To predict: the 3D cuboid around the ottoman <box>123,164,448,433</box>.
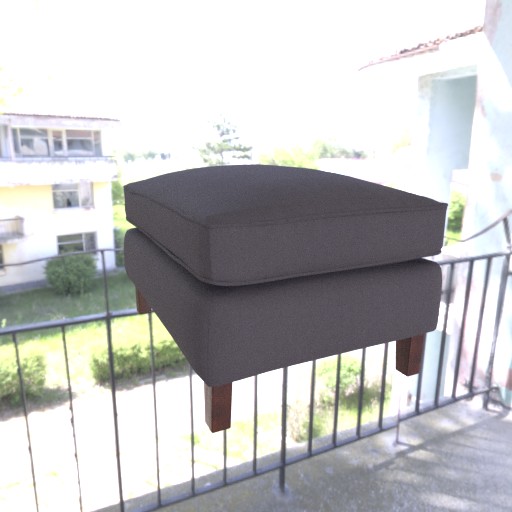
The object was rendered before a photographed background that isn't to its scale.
[{"bbox_3d":[0.000,0.000,1.013,0.508,0.406,0.686,-7,15,-25],"label":"ottoman"}]
